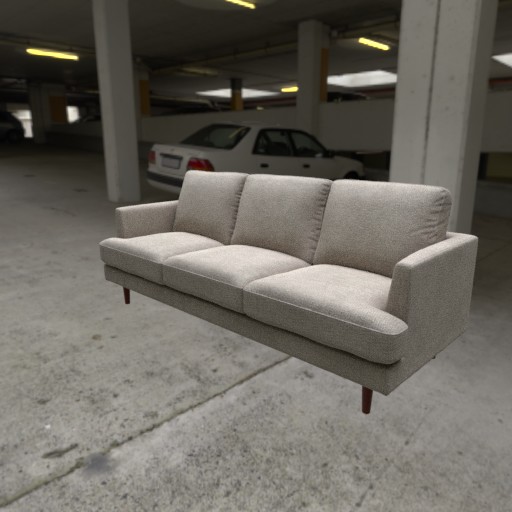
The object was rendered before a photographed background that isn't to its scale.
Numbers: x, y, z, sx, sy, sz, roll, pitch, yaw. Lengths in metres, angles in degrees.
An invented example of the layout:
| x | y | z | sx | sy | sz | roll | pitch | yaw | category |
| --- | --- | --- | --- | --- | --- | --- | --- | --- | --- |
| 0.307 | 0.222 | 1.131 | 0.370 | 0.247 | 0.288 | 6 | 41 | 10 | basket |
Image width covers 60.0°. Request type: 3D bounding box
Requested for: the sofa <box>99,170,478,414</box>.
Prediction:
| x | y | z | sx | sy | sz | roll | pitch | yaw | category |
| --- | --- | --- | --- | --- | --- | --- | --- | --- | --- |
| 0.000 | 0.000 | 2.671 | 2.246 | 0.930 | 0.903 | 13 | 19 | 42 | sofa |
